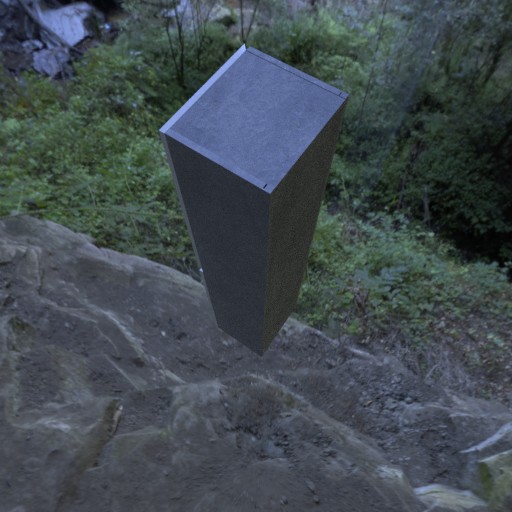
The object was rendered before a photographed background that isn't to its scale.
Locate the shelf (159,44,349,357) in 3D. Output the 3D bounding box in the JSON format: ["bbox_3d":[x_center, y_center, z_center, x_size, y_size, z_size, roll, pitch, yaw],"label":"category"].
[{"bbox_3d":[0.000,0.000,1.547,0.270,1.400,0.300,32,69,14],"label":"shelf"}]
